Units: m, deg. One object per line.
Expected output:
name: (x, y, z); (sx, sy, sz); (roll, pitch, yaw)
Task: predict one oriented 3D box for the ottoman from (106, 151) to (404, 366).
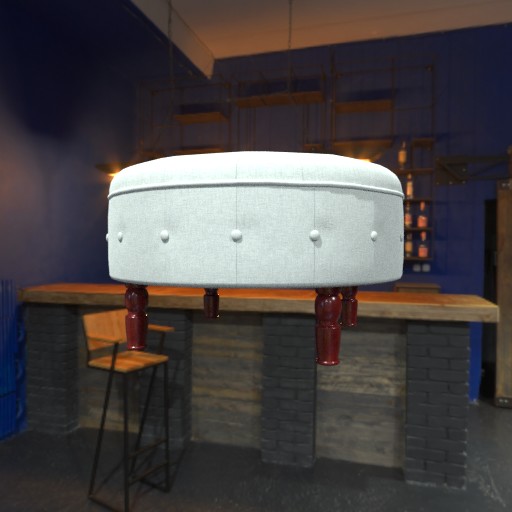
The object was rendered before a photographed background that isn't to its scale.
ottoman: (0.000, 0.000, 1.342); (0.850, 0.483, 0.850); (0, 1, 0)
